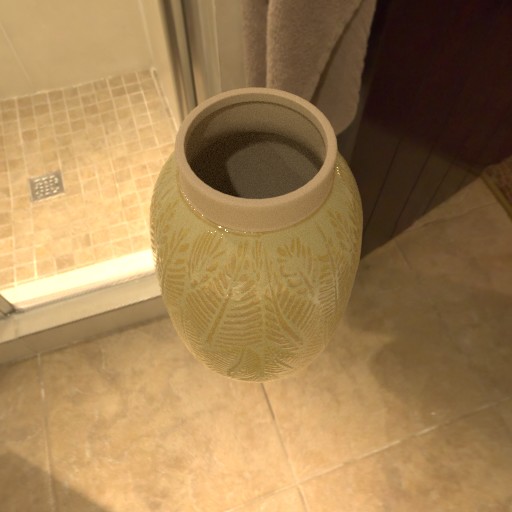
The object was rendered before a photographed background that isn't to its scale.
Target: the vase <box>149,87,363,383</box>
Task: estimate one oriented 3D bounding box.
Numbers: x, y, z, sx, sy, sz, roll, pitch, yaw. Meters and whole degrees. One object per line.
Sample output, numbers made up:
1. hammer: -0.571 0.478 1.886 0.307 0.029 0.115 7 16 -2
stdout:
1. vase: 0.000 0.000 0.378 0.172 0.270 0.172 0 60 0
